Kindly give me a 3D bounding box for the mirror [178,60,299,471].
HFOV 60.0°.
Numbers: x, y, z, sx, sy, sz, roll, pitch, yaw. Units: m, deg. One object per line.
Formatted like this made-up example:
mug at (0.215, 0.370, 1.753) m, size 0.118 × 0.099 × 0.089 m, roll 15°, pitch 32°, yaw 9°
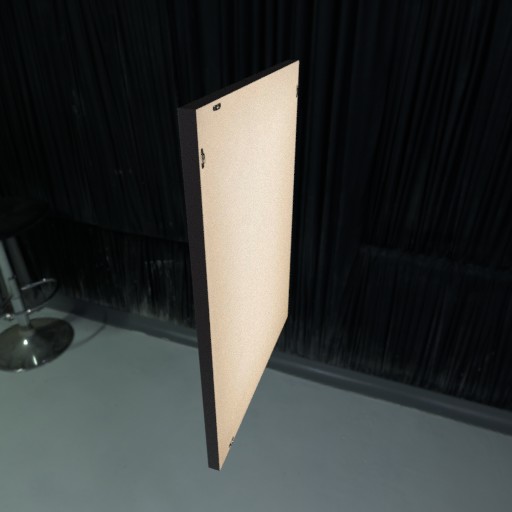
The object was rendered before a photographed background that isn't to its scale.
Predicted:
mirror at (0.000, 0.000, 1.346) m, size 0.041 × 1.016 × 0.762 m, roll 9°, pitch 31°, yaw 16°
